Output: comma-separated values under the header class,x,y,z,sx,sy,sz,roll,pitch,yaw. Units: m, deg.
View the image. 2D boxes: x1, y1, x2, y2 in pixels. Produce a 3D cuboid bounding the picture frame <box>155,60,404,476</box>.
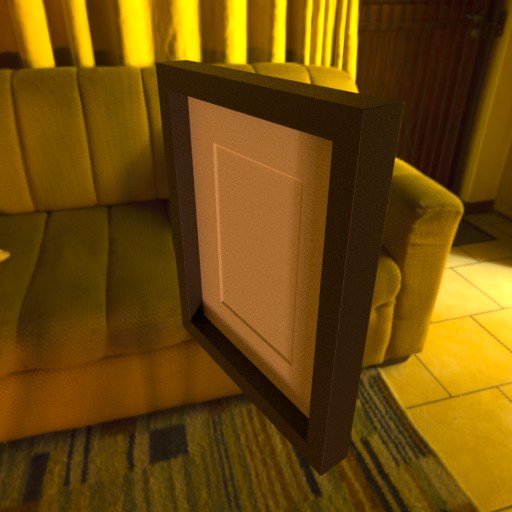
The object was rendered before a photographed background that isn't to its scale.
class,x,y,z,sx,sy,sz,roll,pitch,yaw
picture frame,0.000,0.000,0.375,0.042,0.284,0.232,-20,35,-31
